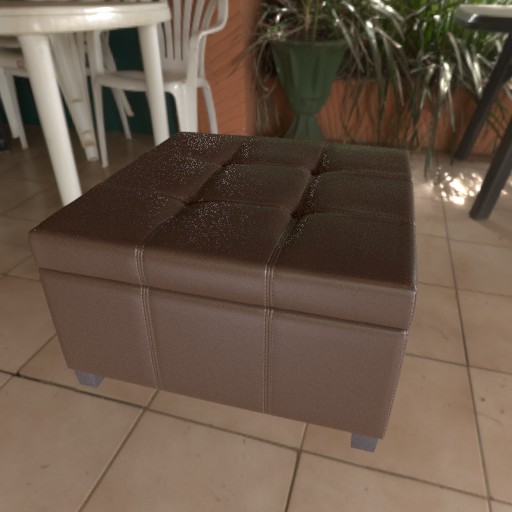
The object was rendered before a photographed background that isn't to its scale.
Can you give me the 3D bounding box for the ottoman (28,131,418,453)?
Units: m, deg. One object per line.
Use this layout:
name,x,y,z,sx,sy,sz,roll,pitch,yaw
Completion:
ottoman,0.000,0.000,1.250,0.787,0.460,0.788,8,32,13
